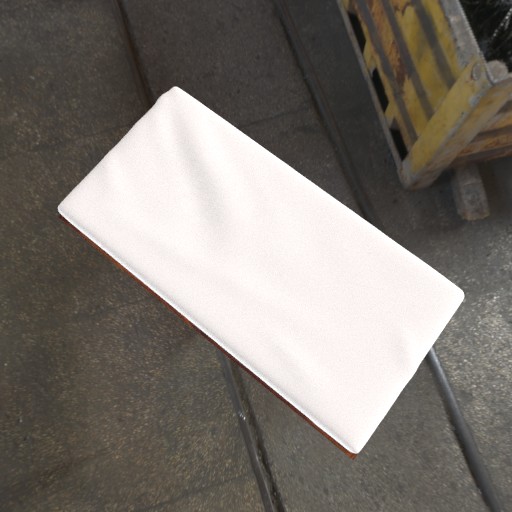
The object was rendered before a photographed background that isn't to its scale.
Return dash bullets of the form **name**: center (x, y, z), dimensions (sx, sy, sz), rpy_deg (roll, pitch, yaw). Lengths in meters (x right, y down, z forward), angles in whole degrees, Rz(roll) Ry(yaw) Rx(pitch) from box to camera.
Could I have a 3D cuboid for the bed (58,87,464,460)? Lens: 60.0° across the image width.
- **bed**: center (0.000, 0.000, 2.224), dimensions (1.860, 0.312, 0.940), rpy_deg (37, 78, 9)
